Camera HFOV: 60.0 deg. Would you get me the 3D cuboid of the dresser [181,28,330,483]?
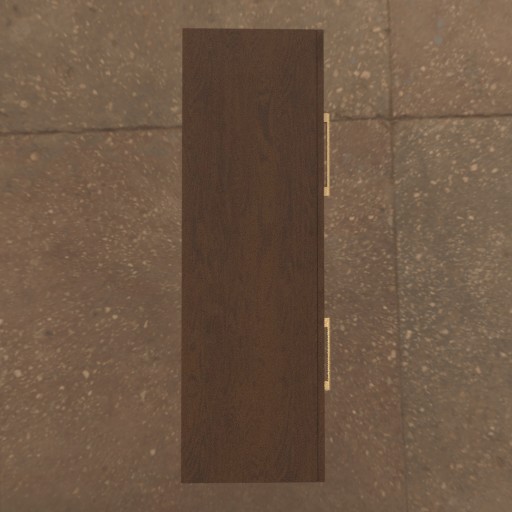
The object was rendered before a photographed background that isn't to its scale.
[{"bbox_3d":[0.000,0.000,1.930,0.512,0.889,1.523,0,89,-1],"label":"dresser"}]
